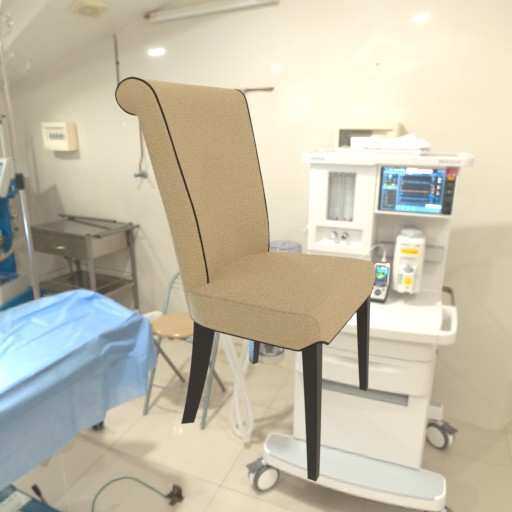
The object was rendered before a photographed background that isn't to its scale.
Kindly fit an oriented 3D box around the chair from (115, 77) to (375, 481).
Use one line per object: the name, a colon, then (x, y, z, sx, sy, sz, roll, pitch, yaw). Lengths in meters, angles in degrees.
chair: (0.000, 0.000, 1.341, 0.623, 0.997, 0.522, 9, 19, 28)
